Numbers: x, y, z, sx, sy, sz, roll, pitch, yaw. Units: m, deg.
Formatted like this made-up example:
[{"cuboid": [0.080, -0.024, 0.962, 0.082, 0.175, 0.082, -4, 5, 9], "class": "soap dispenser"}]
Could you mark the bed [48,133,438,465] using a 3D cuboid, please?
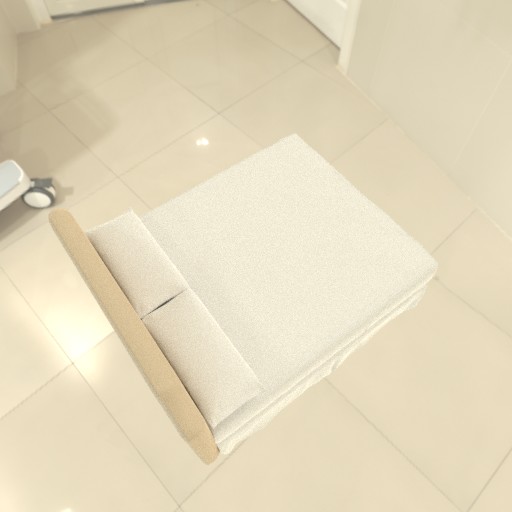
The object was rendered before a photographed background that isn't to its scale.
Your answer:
[{"cuboid": [0.000, 0.000, 3.834, 2.548, 1.524, 2.134, -32, 64, -18], "class": "bed"}]
